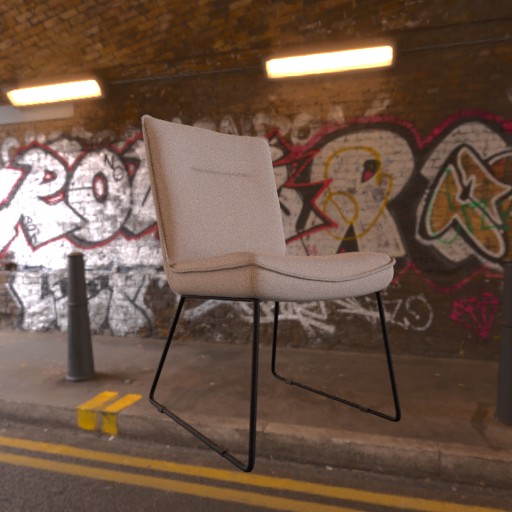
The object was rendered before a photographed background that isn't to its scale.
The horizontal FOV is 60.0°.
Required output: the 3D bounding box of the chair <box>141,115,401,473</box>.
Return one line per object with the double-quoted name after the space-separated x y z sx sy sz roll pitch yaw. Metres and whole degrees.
0.000 0.000 1.353 0.515 0.930 0.688 0 0 -35 "chair"
